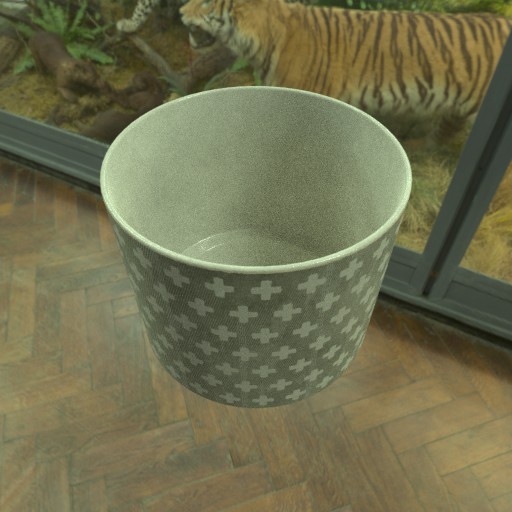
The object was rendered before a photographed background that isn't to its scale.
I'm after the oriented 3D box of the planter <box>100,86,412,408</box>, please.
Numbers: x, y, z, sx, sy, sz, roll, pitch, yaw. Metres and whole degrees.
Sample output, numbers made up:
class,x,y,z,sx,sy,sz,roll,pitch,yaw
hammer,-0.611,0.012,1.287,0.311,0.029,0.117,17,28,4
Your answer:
class,x,y,z,sx,sy,sz,roll,pitch,yaw
planter,0.000,0.000,0.342,0.190,0.181,0.190,0,47,0
